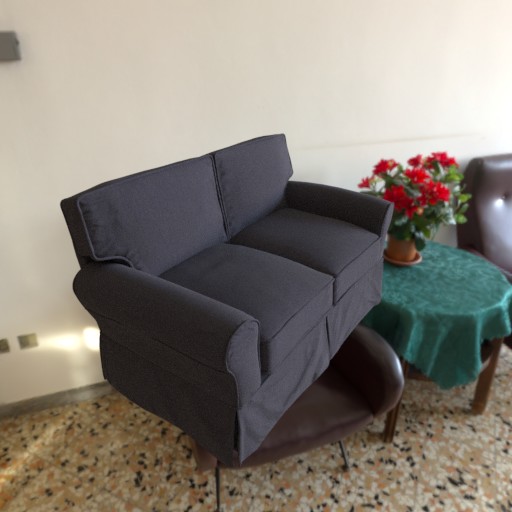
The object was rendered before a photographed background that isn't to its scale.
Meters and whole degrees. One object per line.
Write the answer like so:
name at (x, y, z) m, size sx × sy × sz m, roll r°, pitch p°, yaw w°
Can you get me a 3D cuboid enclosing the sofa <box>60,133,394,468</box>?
sofa at (0.000, 0.000, 2.454) m, size 0.997 × 1.059 × 1.801 m, roll 17°, pitch 31°, yaw 31°
